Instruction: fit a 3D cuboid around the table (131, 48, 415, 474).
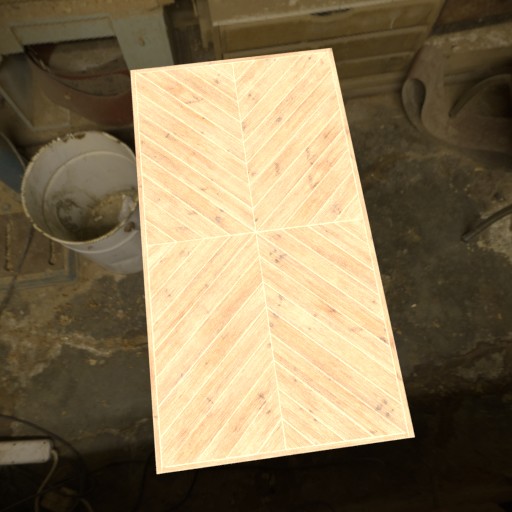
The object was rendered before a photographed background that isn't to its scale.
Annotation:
[{"bbox_3d":[0.000,0.000,2.293,0.991,0.762,1.803,-7,74,-2],"label":"table"}]
